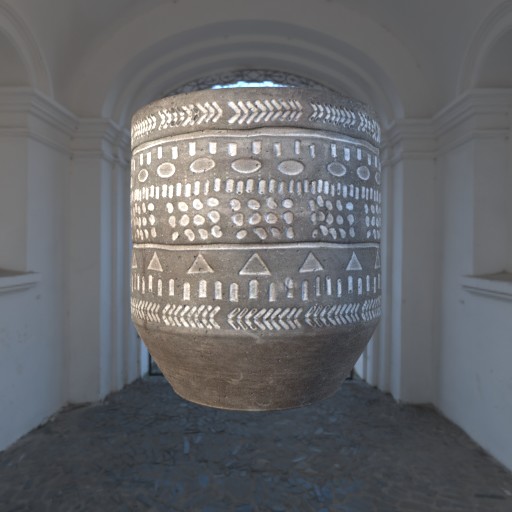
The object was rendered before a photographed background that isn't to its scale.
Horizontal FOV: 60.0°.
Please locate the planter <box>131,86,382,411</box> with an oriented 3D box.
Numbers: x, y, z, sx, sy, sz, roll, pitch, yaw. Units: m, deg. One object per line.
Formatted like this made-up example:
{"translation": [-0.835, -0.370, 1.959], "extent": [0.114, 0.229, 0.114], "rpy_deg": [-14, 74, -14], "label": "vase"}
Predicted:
{"translation": [0.000, 0.000, 0.223], "extent": [0.122, 0.128, 0.122], "rpy_deg": [0, 1, 0], "label": "planter"}
